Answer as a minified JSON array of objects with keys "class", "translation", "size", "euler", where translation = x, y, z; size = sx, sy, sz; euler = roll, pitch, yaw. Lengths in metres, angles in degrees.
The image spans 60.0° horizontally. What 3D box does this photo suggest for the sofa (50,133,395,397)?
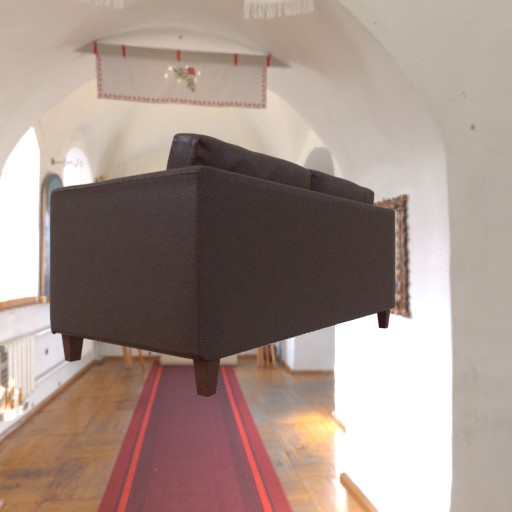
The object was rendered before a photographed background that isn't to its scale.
[{"class":"sofa","translation":[0.000,0.000,2.431],"size":[0.951,0.933,1.883],"euler":[0,0,36]}]
